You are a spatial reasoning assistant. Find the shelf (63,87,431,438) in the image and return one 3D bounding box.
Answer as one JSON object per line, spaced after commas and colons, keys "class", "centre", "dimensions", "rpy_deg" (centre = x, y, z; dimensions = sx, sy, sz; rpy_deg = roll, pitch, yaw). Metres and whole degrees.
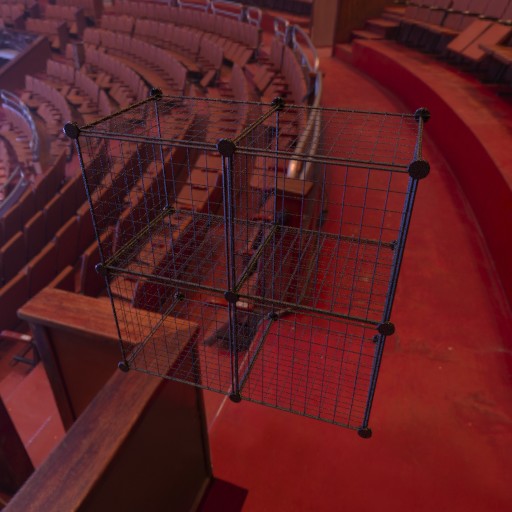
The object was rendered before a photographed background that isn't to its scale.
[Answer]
{"class": "shelf", "centre": [0.000, 0.000, 1.135], "dimensions": [0.711, 0.711, 0.356], "rpy_deg": [10, 34, 16]}
